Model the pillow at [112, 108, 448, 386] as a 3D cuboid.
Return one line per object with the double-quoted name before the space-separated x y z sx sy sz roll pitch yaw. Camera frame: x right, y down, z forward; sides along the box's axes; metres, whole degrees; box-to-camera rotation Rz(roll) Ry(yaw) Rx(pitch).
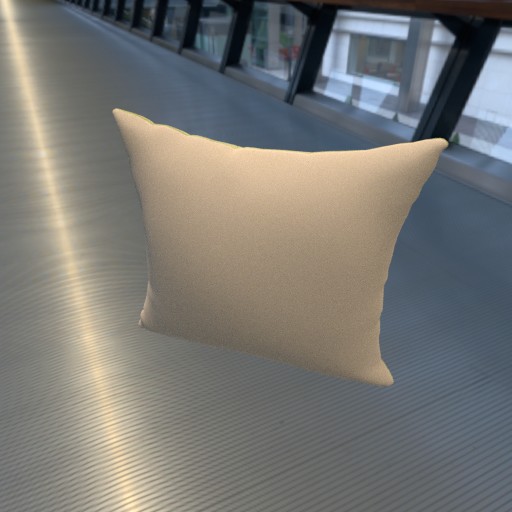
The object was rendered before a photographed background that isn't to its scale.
"pillow" 0.000 0.000 0.807 0.560 0.487 0.229 10 32 16
